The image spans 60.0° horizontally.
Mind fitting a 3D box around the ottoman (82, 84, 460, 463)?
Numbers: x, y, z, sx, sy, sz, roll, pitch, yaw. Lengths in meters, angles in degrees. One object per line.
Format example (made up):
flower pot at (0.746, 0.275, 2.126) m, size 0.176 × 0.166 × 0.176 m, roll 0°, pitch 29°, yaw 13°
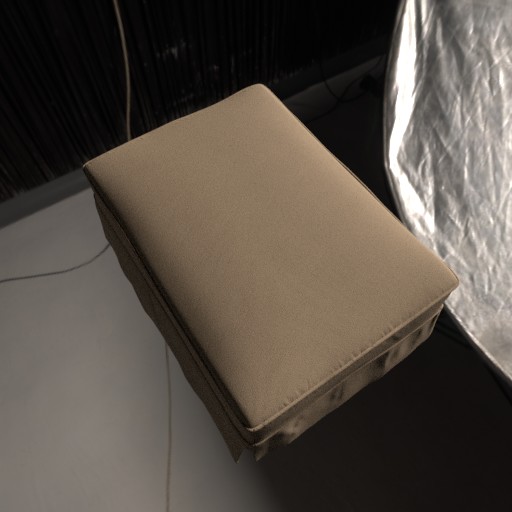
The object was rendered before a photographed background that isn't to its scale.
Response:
ottoman at (0.000, 0.000, 1.352) m, size 0.721 × 0.482 × 0.959 m, roll -30°, pitch 64°, yaw -17°
